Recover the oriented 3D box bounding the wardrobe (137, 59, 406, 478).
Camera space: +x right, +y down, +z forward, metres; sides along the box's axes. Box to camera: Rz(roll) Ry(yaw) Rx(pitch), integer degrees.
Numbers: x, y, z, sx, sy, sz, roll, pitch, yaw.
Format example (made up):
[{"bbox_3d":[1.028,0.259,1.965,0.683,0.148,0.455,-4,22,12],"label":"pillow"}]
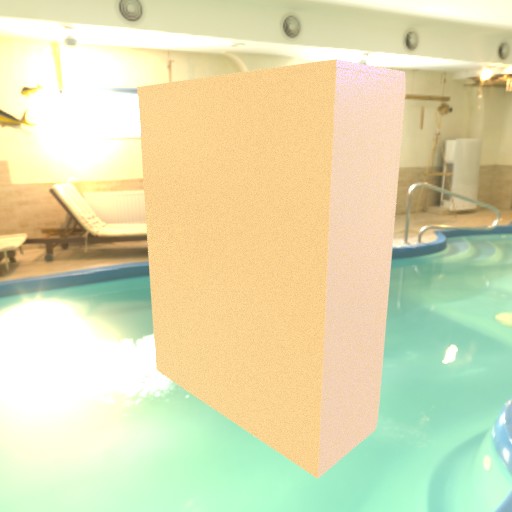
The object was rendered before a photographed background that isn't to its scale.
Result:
[{"bbox_3d":[0.000,0.000,1.623,0.360,1.200,0.900,-15,21,-42],"label":"wardrobe"}]
